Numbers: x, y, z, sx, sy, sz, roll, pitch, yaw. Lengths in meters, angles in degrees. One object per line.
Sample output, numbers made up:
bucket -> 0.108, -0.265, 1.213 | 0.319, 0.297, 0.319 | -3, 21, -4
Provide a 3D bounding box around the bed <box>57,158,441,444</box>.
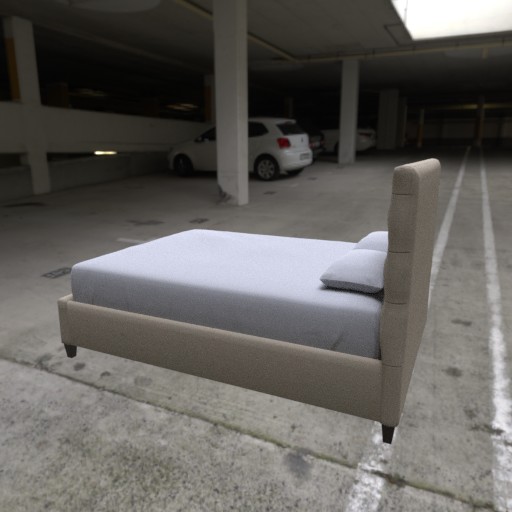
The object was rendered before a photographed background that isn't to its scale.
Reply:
bed -> 0.000, 0.000, 3.345 | 2.387, 1.427, 1.698 | 6, 15, 25
